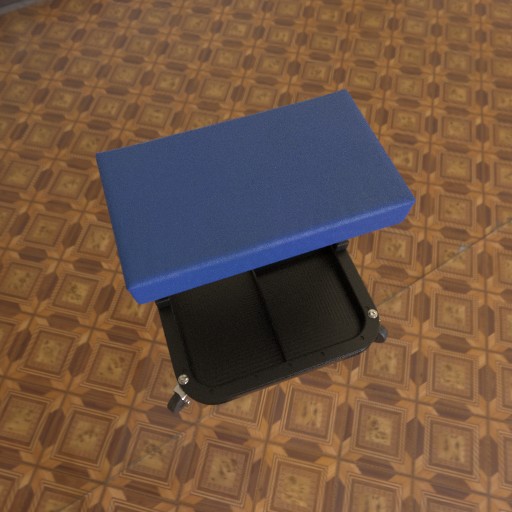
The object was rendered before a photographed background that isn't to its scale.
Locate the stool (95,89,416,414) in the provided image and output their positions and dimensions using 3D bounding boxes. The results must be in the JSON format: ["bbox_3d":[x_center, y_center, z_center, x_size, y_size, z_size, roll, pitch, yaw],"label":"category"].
[{"bbox_3d":[0.000,0.000,0.727,0.446,0.380,0.371,-17,64,-9],"label":"stool"}]
